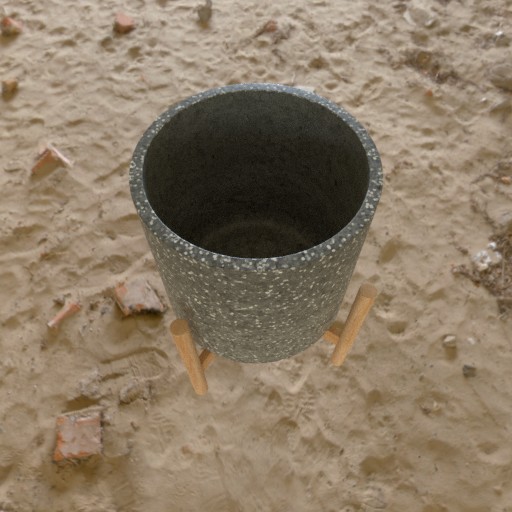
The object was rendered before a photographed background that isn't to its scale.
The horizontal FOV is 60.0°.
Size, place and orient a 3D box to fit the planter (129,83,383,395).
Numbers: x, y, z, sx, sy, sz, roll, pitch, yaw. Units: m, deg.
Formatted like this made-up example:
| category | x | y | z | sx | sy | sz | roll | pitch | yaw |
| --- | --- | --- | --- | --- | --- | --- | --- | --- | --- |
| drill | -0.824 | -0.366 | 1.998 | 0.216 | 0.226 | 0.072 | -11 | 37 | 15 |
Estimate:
| category | x | y | z | sx | sy | sz | roll | pitch | yaw |
| --- | --- | --- | --- | --- | --- | --- | --- | --- | --- |
| planter | 0.000 | 0.000 | 0.710 | 0.360 | 0.419 | 0.360 | -30 | 62 | -18 |
